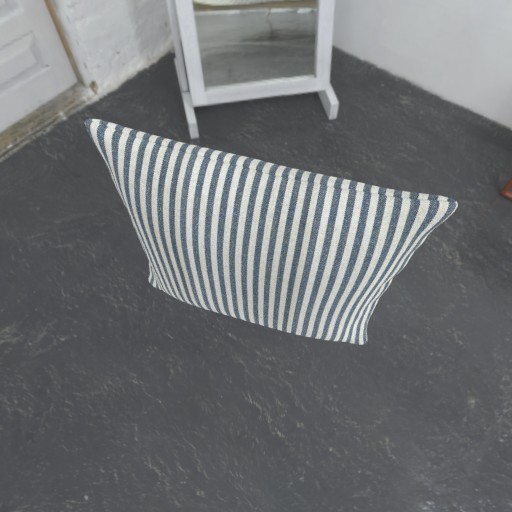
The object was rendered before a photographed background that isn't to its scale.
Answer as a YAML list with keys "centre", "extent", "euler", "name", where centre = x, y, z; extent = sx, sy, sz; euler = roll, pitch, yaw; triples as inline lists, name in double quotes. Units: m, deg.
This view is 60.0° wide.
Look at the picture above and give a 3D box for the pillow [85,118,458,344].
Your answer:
- centre: [0.000, 0.000, 0.806]
  extent: [0.523, 0.510, 0.166]
  euler: [14, 61, 8]
  name: "pillow"
